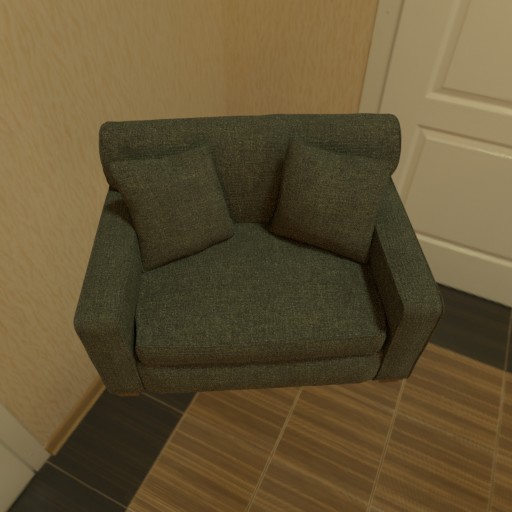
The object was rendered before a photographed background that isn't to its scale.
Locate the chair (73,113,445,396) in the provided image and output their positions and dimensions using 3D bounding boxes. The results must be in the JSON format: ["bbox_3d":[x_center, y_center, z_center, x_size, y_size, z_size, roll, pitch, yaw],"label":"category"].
[{"bbox_3d":[0.000,0.000,2.042,1.383,0.948,1.000,-2,48,-2],"label":"chair"}]
